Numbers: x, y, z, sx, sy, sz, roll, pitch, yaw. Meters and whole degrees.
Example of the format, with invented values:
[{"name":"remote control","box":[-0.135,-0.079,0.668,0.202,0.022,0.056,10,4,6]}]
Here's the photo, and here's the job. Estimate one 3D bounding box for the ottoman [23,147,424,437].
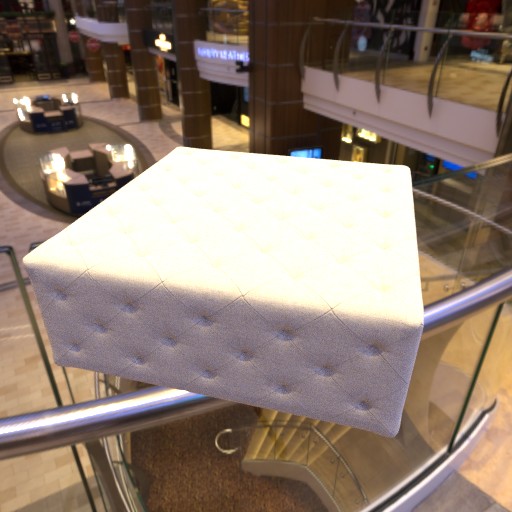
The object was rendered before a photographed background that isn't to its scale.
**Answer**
[{"name":"ottoman","box":[0.000,0.000,1.579,1.028,0.439,1.028,8,32,13]}]
